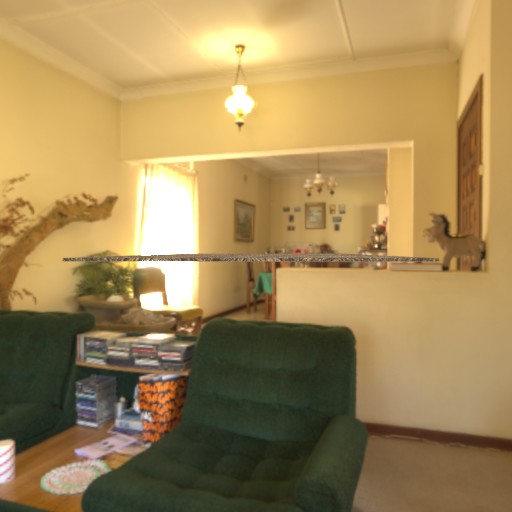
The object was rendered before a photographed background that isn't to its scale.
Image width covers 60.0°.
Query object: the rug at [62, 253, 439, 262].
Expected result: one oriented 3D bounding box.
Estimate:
[{"bbox_3d":[0.000,0.000,2.284,1.189,0.011,1.808,0,1,2],"label":"rug"}]
